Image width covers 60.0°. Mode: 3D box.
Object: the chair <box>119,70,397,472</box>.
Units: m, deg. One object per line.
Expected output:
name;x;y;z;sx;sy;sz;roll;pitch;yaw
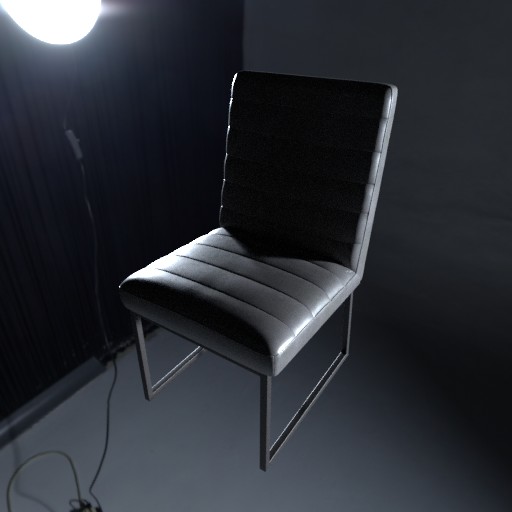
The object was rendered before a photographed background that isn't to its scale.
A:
chair;0.000;0.000;1.303;0.520;0.930;0.634;19;35;29
